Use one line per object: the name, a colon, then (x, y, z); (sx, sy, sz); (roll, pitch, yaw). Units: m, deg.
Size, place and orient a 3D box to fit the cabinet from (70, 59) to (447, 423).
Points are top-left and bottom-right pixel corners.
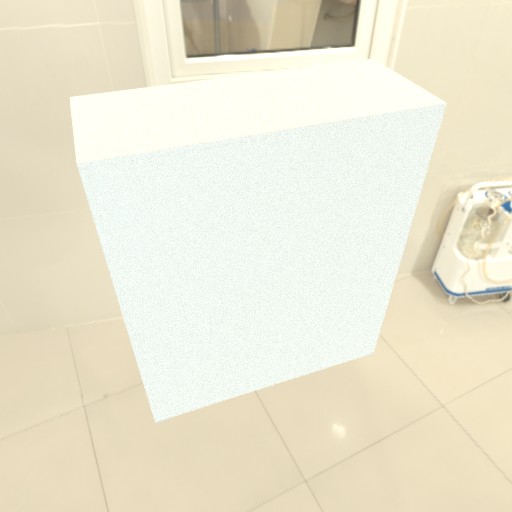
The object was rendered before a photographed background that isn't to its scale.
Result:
cabinet: (0.000, 0.000, 1.659); (1.000, 1.190, 0.400); (-13, 43, -15)
